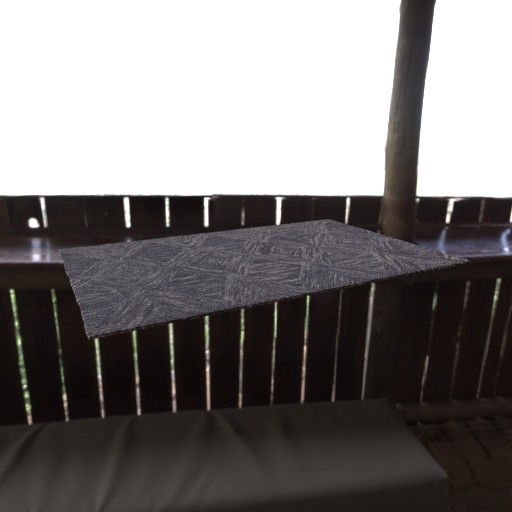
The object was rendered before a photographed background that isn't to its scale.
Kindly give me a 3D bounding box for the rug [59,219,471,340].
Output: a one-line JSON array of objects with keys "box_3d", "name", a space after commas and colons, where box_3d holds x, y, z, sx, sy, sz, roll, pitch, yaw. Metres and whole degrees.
[{"box_3d": [0.000, 0.000, 2.308, 1.814, 0.012, 1.186, -8, 18, -26], "name": "rug"}]
